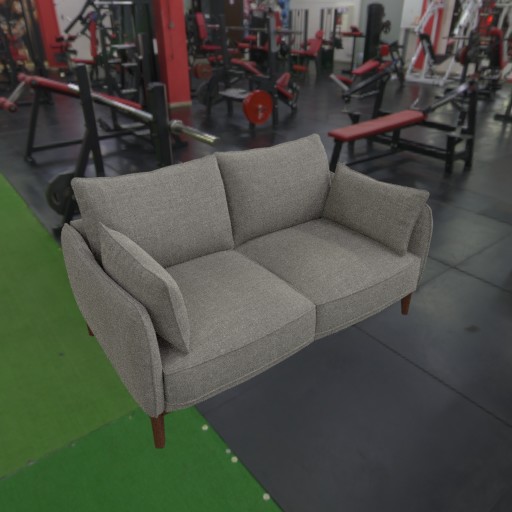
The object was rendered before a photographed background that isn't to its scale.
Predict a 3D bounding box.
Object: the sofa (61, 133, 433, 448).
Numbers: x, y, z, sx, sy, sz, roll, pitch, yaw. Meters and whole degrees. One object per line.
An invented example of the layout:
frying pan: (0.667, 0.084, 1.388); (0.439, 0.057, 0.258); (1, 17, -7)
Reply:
sofa: (0.000, 0.000, 2.146); (1.580, 0.851, 0.972); (-19, 35, -30)
